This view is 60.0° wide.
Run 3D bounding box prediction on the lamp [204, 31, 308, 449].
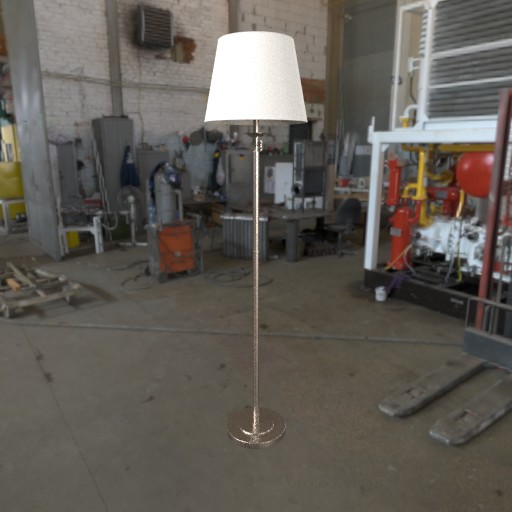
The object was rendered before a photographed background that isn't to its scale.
[{"bbox_3d":[0.000,0.000,1.650,0.355,1.473,0.355,0,14,0],"label":"lamp"}]
